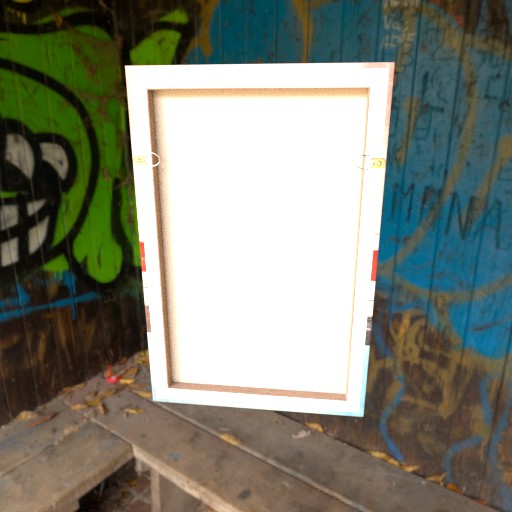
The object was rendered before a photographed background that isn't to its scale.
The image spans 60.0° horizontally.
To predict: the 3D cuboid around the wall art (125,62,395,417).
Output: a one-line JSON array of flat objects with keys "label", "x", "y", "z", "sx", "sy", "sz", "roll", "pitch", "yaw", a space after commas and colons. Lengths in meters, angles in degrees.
[{"label": "wall art", "x": 0.000, "y": 0.000, "z": 1.149, "sx": 0.610, "sy": 0.914, "sz": 0.038, "roll": 2, "pitch": 18, "yaw": 7}]
